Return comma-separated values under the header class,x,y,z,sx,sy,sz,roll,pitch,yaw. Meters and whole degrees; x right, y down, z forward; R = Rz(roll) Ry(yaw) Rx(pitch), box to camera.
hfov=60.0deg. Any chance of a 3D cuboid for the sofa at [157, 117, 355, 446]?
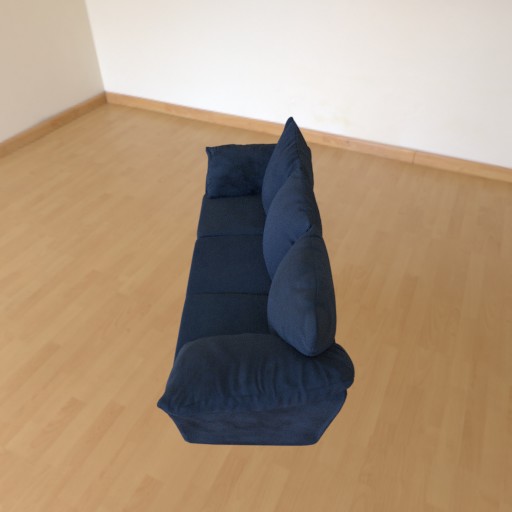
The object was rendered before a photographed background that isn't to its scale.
class,x,y,z,sx,sy,sz,roll,pitch,yaw
sofa,0.000,0.000,2.915,0.907,1.091,2.390,0,41,0
